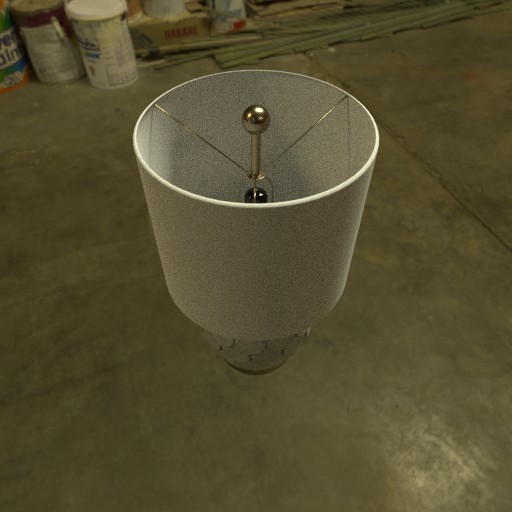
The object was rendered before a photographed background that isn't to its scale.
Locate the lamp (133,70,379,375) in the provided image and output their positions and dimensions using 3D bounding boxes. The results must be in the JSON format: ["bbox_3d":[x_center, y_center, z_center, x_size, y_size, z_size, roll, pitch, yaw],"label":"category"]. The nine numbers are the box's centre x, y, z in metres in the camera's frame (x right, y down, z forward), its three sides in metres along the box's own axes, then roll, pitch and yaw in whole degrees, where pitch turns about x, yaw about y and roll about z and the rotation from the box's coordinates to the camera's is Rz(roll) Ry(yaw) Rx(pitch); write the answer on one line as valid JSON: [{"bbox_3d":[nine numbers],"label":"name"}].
[{"bbox_3d":[0.000,0.000,0.616,0.254,0.452,0.254,0,48,0],"label":"lamp"}]
